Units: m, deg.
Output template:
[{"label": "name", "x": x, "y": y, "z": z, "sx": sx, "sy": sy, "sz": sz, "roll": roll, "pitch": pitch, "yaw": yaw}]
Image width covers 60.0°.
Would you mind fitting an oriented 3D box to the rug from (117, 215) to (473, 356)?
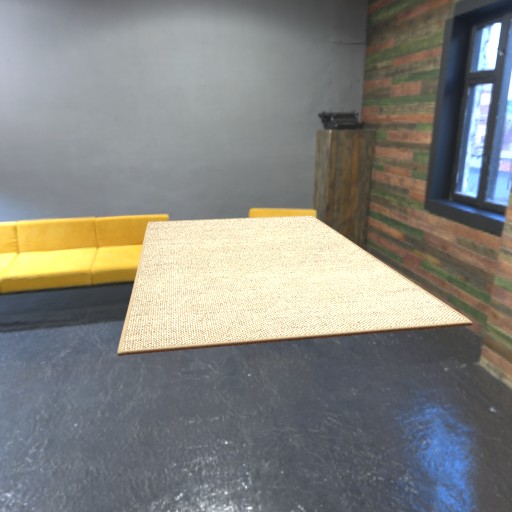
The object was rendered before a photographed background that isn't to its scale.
[{"label": "rug", "x": 0.000, "y": 0.000, "z": 2.055, "sx": 1.062, "sy": 0.013, "sz": 1.667, "roll": -3, "pitch": 17, "yaw": -10}]
